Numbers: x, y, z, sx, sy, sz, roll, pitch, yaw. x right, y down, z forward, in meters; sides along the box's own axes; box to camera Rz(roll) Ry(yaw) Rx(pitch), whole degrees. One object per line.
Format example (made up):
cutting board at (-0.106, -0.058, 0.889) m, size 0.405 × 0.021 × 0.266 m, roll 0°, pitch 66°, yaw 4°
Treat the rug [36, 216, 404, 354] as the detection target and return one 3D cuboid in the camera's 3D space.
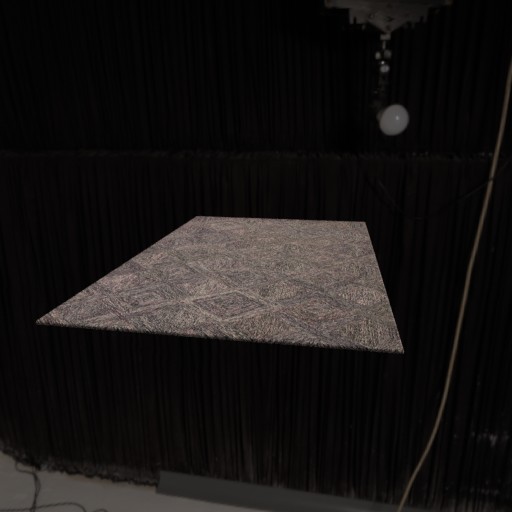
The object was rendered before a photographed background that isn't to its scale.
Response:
rug at (0.000, 0.000, 2.839) m, size 1.501 × 0.017 × 2.298 m, roll 3°, pitch 17°, yaw 9°
